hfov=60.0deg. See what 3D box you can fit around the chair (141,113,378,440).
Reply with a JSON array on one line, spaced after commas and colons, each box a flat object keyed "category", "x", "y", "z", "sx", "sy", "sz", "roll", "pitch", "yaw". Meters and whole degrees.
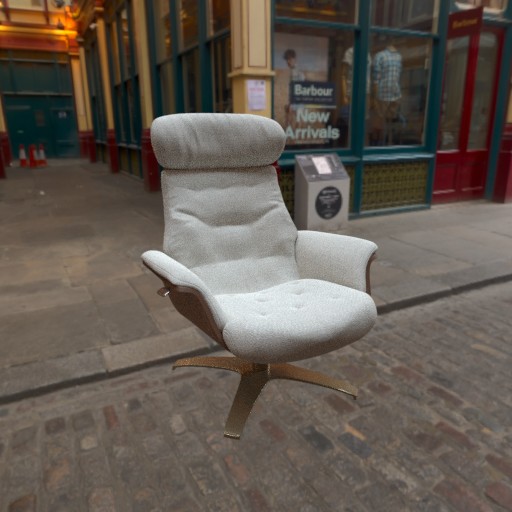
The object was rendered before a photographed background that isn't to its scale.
[{"category": "chair", "x": 0.000, "y": 0.000, "z": 1.600, "sx": 0.785, "sy": 0.995, "sz": 0.837, "roll": -9, "pitch": 19, "yaw": -27}]
